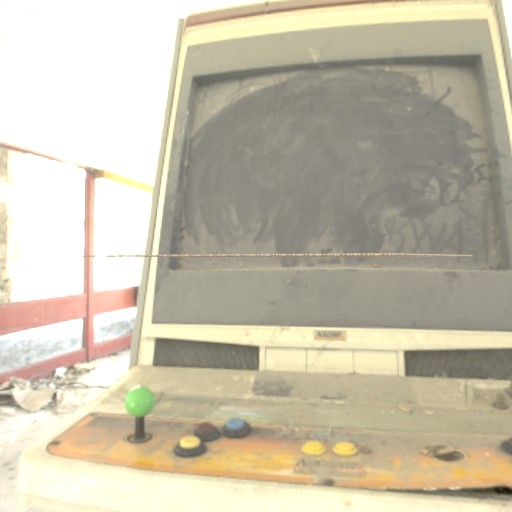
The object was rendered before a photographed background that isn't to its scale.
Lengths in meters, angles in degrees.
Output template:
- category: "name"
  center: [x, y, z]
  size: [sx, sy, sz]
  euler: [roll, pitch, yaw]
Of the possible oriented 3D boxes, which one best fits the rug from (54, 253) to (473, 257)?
- category: "rug"
  center: [0.000, 0.000, 3.042]
  size: [2.464, 0.010, 1.549]
  euler: [0, 0, 36]
